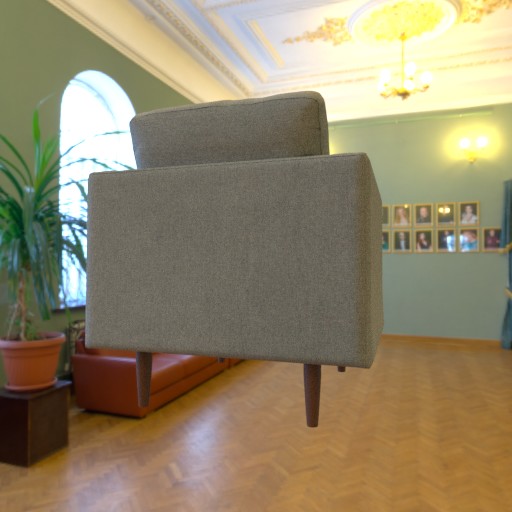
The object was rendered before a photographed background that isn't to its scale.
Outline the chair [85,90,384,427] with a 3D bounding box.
[{"bbox_3d":[0.000,0.000,1.584,0.855,0.927,0.800,0,-1,18],"label":"chair"}]
